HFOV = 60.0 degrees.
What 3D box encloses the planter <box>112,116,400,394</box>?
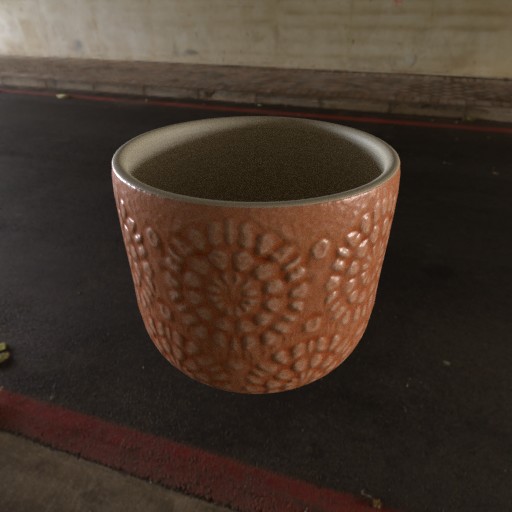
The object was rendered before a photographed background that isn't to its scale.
[{"bbox_3d":[0.000,0.000,0.222,0.124,0.109,0.124,0,31,0],"label":"planter"}]
